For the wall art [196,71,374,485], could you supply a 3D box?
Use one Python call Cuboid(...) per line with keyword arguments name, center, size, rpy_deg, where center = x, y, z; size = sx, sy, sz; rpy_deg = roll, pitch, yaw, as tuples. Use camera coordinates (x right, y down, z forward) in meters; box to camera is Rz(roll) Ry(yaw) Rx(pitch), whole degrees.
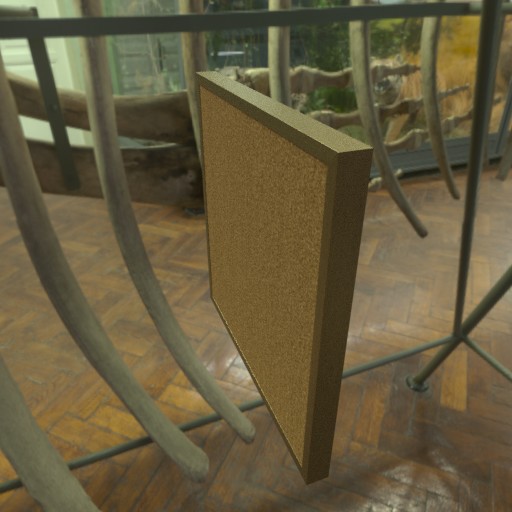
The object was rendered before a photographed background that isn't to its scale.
Cuboid(name="wall art", center=(0.000, 0.000, 0.743), size=(0.037, 0.509, 0.510), rpy_deg=(-11, 33, -18))
